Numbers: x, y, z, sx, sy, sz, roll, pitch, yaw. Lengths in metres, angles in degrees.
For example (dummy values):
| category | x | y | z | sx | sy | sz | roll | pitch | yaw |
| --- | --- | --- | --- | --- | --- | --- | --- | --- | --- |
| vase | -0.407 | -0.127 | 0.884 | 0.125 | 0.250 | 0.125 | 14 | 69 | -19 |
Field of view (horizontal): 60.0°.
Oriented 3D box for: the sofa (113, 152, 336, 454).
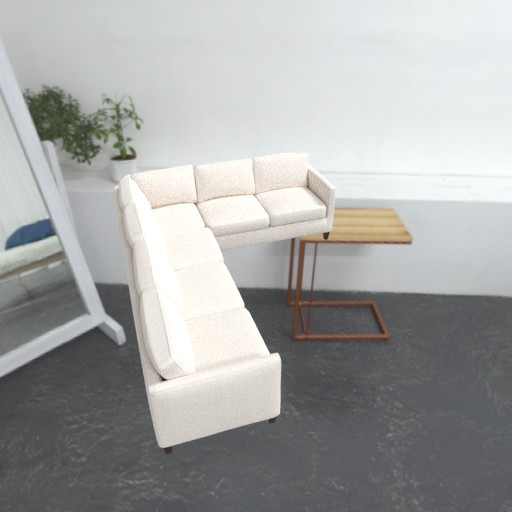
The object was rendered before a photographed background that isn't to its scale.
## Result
| category | x | y | z | sx | sy | sz | roll | pitch | yaw |
| --- | --- | --- | --- | --- | --- | --- | --- | --- | --- |
| sofa | 0.000 | 0.000 | 4.541 | 2.593 | 0.947 | 3.302 | -11 | 35 | -16 |
